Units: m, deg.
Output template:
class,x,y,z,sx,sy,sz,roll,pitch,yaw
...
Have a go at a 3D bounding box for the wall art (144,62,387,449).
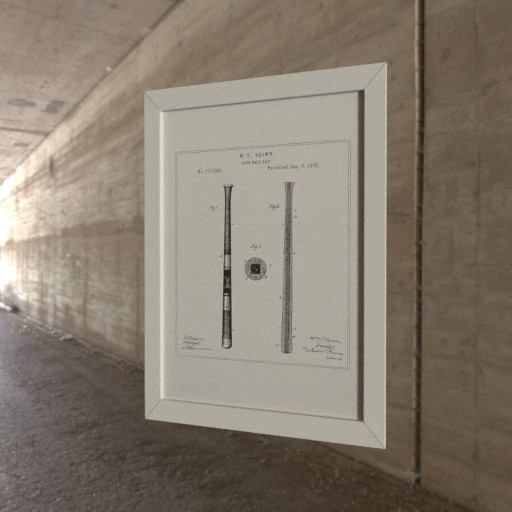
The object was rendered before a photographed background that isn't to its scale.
class,x,y,z,sx,sy,sz,roll,pitch,yaw
wall art,0.000,0.000,0.665,0.374,0.529,0.012,0,1,17
